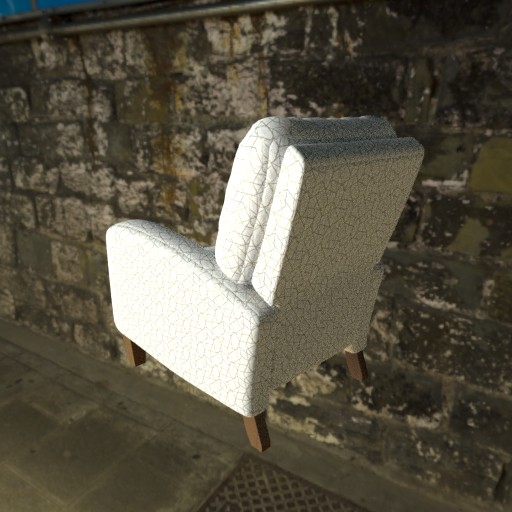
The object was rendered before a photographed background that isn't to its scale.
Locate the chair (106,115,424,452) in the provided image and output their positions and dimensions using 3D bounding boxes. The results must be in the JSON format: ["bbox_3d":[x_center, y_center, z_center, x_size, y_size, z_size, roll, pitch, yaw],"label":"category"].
[{"bbox_3d":[0.000,0.000,1.757,0.796,1.064,0.995,-16,24,-41],"label":"chair"}]
